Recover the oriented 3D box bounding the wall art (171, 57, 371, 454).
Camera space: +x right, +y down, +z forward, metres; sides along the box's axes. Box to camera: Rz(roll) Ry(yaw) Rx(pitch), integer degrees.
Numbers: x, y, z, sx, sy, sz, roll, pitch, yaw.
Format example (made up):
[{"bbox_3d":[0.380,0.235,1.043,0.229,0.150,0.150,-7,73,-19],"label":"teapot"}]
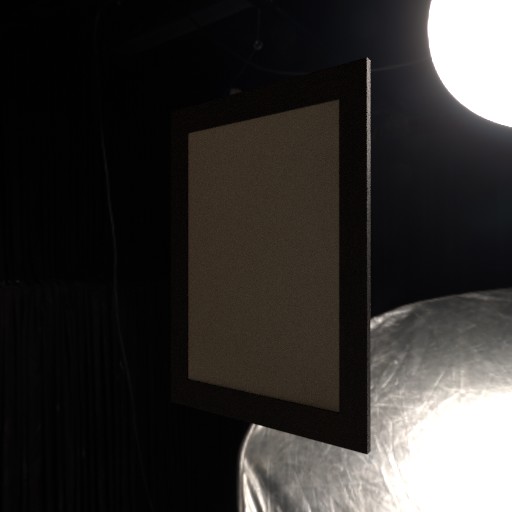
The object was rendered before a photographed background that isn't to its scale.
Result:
[{"bbox_3d":[0.000,0.000,0.676,0.359,0.508,0.013,0,0,36],"label":"wall art"}]
